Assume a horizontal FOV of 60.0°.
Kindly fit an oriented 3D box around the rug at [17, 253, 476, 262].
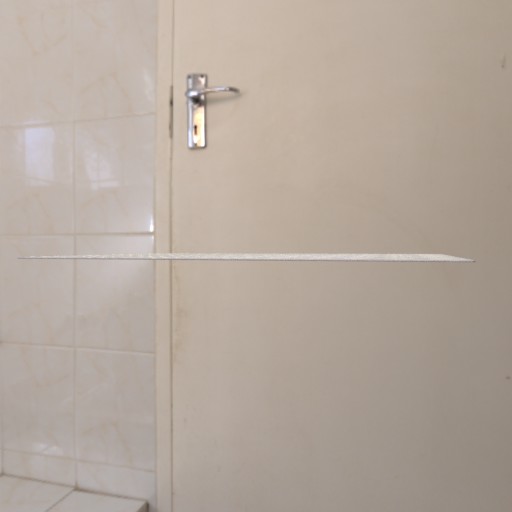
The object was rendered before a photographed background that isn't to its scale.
[{"bbox_3d":[0.000,0.000,2.143,1.749,0.015,1.141,0,1,17],"label":"rug"}]
